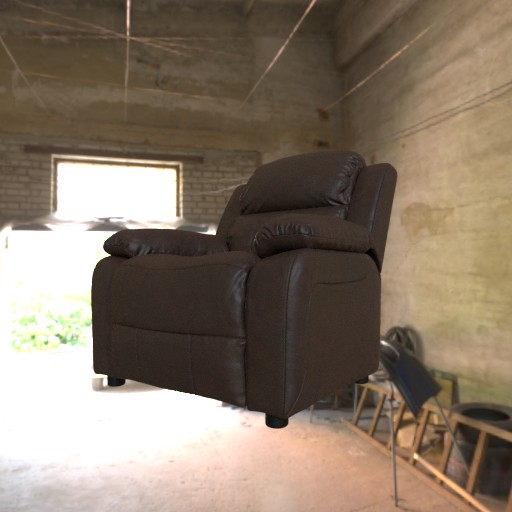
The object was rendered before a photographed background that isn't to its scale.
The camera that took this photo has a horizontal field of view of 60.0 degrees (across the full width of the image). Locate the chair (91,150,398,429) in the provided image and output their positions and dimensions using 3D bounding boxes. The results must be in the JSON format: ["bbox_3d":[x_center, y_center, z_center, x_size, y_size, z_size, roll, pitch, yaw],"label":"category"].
[{"bbox_3d":[0.000,0.000,1.271,0.680,0.702,0.707,-2,-3,37],"label":"chair"}]
